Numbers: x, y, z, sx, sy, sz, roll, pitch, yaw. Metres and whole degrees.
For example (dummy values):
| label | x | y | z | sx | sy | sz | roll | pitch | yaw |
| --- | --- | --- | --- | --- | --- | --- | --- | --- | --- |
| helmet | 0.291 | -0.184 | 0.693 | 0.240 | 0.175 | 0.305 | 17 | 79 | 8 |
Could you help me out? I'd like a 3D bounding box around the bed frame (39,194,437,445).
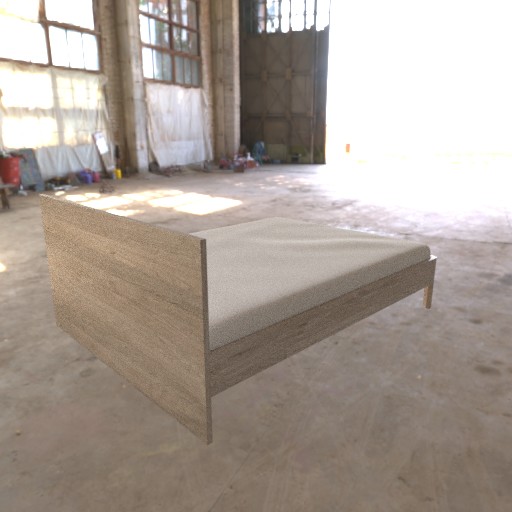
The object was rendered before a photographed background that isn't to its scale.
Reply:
| label | x | y | z | sx | sy | sz | roll | pitch | yaw |
| --- | --- | --- | --- | --- | --- | --- | --- | --- | --- |
| bed frame | 0.000 | 0.000 | 2.735 | 1.950 | 0.800 | 1.490 | -15 | 22 | -42 |
